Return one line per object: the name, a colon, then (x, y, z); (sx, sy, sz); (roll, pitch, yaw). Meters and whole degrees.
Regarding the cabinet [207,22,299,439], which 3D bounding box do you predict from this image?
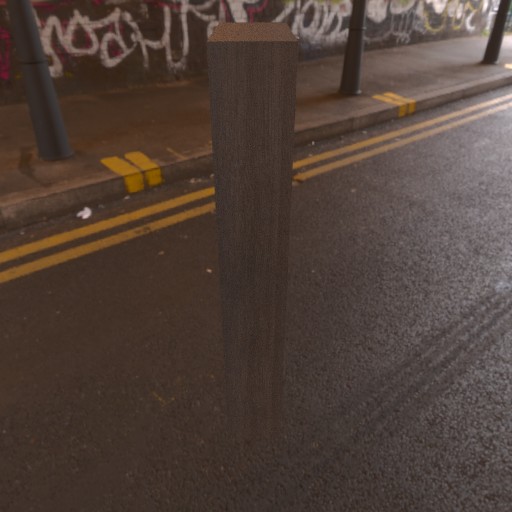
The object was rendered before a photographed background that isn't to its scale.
cabinet: (0.000, 0.000, 1.788); (0.255, 1.630, 0.520); (0, 33, 0)
